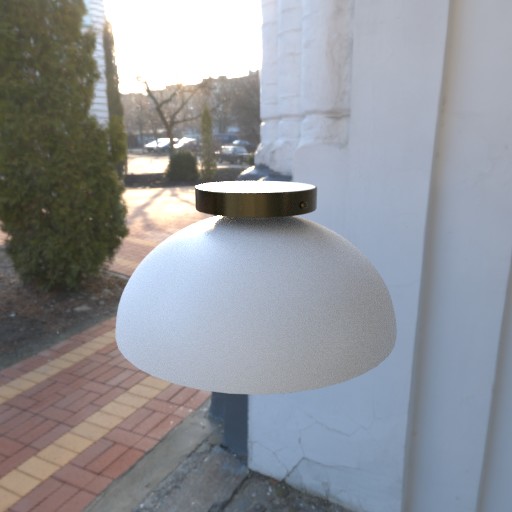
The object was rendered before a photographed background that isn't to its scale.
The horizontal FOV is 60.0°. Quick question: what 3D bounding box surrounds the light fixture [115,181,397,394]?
[{"bbox_3d":[0.000,0.000,0.564,0.355,0.177,0.355,0,14,0],"label":"light fixture"}]
